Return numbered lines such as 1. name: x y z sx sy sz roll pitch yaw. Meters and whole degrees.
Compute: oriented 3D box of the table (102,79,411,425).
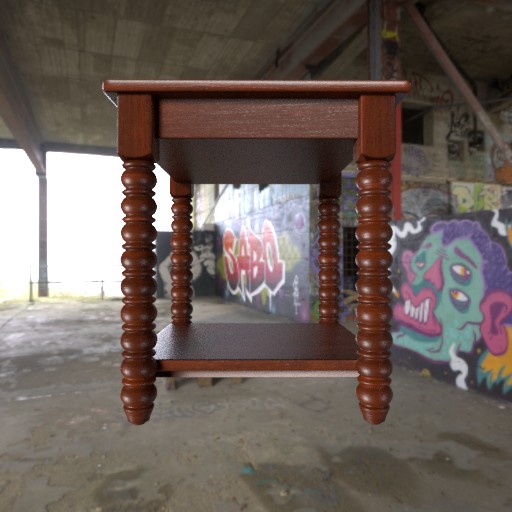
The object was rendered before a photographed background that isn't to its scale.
1. table: 0.000 0.000 0.976 0.500 0.567 0.533 0 0 0
